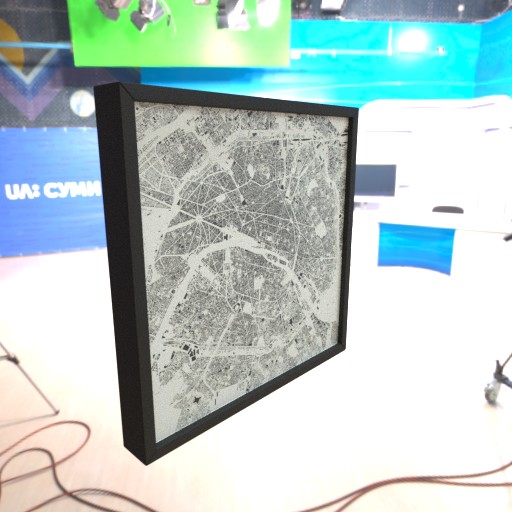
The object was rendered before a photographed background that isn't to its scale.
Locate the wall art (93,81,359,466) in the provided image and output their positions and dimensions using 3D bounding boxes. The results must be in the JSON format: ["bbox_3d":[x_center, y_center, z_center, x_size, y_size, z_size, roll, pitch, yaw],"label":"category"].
[{"bbox_3d":[0.000,0.000,0.455,0.037,0.305,0.305,13,19,42],"label":"wall art"}]
